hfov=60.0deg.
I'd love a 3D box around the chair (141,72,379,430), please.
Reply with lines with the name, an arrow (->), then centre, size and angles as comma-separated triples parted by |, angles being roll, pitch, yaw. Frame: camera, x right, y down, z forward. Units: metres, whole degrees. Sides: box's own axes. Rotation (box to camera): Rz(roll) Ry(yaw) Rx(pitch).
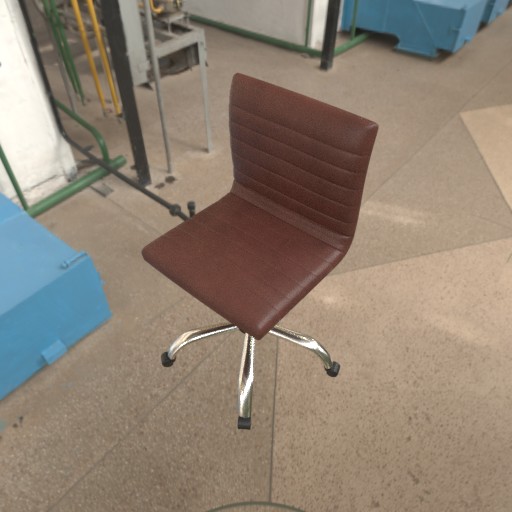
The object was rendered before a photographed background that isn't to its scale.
chair -> 0.000, 0.000, 1.171 | 0.556, 0.780, 0.530 | 31, 53, 27
